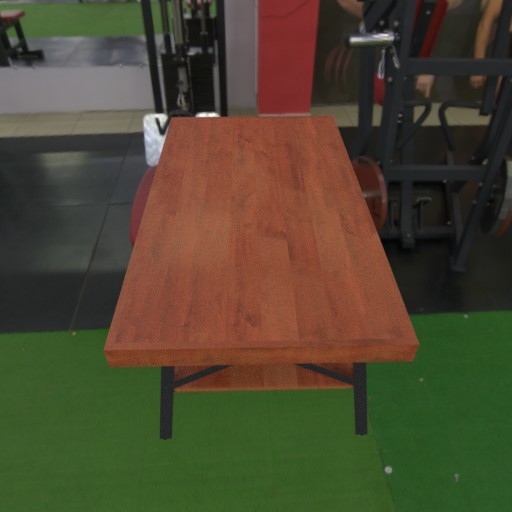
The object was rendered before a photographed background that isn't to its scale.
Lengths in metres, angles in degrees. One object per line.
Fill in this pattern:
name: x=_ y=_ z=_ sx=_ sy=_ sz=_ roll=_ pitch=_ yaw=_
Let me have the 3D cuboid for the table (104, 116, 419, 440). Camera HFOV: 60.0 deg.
table: x=0.000 y=0.000 z=1.402 sx=0.610 sy=0.457 sz=1.067 roll=-1 pitch=41 yaw=-1
